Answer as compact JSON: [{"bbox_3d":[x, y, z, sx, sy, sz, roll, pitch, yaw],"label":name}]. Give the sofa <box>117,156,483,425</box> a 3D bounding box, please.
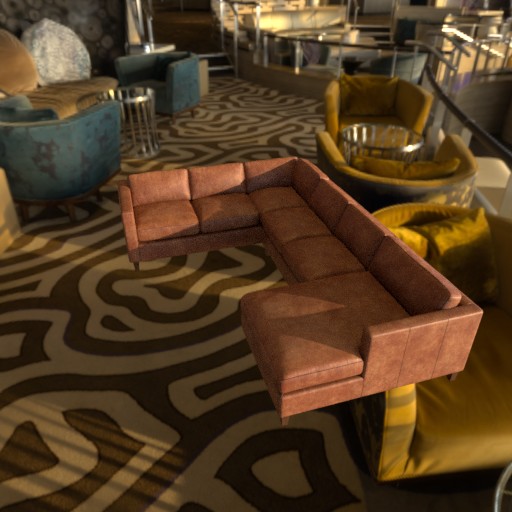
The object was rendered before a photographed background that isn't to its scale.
[{"bbox_3d":[0.000,0.000,4.401,2.452,0.888,3.324,-9,33,-14],"label":"sofa"}]
